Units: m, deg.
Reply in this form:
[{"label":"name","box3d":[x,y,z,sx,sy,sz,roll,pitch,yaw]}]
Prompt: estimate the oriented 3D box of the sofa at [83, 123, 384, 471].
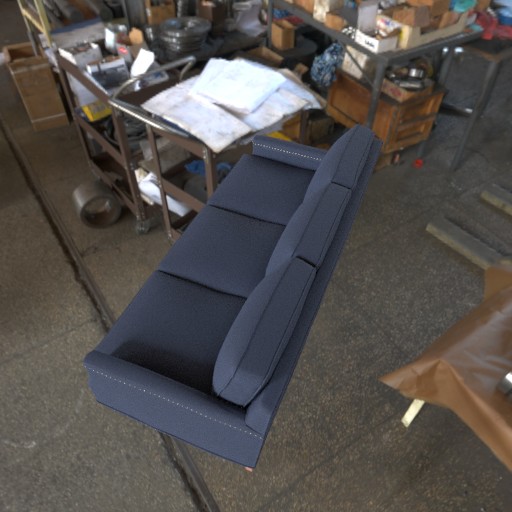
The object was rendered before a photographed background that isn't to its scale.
[{"label":"sofa","box3d":[0.000,0.000,2.855,1.084,1.003,2.246,17,50,15]}]
